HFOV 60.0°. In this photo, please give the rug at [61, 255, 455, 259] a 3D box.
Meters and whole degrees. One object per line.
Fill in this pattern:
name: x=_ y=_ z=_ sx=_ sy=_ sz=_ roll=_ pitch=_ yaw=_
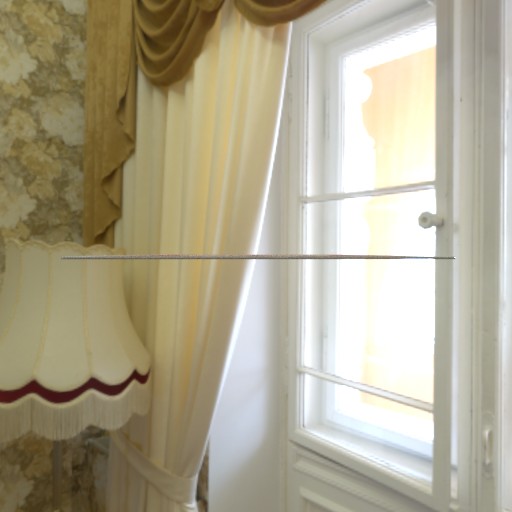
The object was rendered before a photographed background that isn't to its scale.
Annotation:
rug: x=0.000 y=0.000 z=3.672 sx=2.005 sy=0.014 sz=2.878 roll=0 pitch=0 yaw=-1
